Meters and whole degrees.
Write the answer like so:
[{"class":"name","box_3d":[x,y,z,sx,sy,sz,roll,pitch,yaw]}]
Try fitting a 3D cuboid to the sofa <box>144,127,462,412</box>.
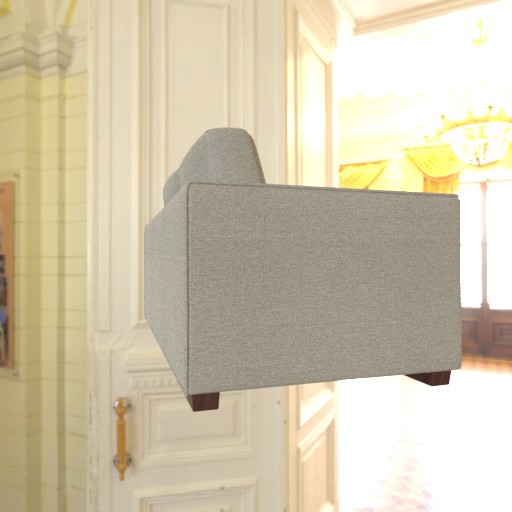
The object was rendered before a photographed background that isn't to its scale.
[{"class":"sofa","box_3d":[0.000,0.000,2.285,1.007,0.924,1.812,0,0,-18]}]
